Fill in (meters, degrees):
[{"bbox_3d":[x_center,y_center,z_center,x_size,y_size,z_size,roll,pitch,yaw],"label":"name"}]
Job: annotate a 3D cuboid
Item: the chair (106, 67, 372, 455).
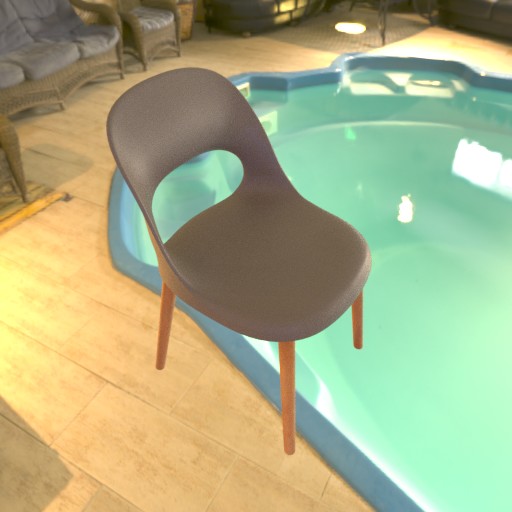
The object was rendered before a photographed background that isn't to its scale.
[{"bbox_3d":[0.000,0.000,1.132,0.556,0.795,0.470,25,46,26],"label":"chair"}]
